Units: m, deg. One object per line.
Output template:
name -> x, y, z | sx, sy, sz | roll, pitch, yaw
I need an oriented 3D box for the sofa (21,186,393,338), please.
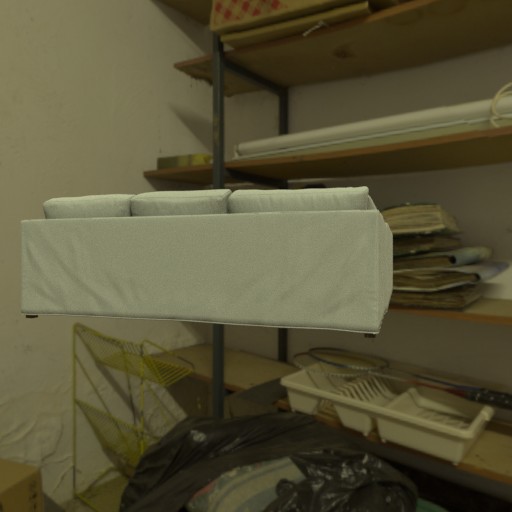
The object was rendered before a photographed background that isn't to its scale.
sofa -> 0.000, 0.000, 4.208 | 2.432, 0.871, 3.182 | 0, 0, 18
